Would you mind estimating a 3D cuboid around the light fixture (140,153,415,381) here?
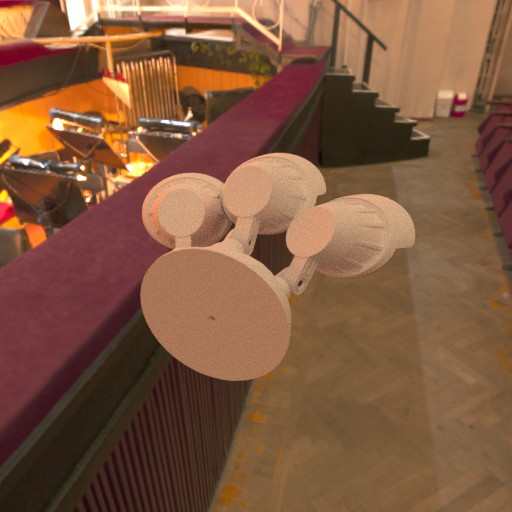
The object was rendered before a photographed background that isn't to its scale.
[{"bbox_3d":[0.000,0.000,0.557,0.369,0.237,0.278,10,32,16],"label":"light fixture"}]
